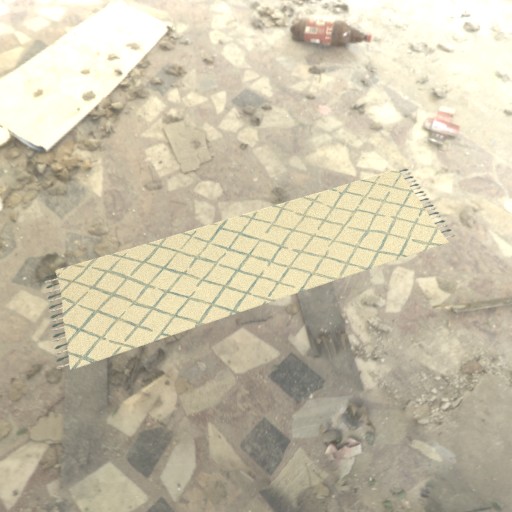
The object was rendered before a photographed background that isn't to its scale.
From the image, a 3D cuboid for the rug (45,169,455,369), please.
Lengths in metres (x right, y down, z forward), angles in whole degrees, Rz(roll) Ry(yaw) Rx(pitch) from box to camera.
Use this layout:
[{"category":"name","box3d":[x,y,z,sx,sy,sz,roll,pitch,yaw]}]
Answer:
[{"category":"rug","box3d":[0.000,0.000,2.606,2.372,0.008,0.620,-18,61,-10]}]
